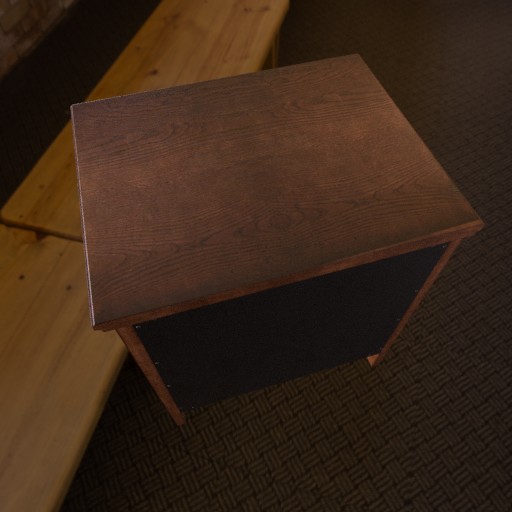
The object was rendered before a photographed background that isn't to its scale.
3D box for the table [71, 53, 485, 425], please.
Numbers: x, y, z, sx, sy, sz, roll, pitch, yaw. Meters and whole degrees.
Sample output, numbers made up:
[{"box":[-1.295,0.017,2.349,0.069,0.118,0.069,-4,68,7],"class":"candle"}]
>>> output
[{"box":[0.000,0.000,0.990,0.586,0.597,0.461,-14,58,-9],"class":"table"}]
